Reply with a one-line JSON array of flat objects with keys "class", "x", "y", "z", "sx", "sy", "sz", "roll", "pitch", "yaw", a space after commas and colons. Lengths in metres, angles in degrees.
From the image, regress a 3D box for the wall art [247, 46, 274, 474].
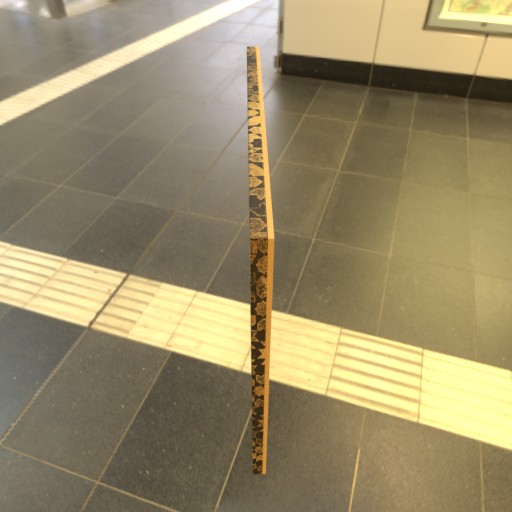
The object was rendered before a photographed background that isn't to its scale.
[{"class": "wall art", "x": 0.000, "y": 0.000, "z": 1.335, "sx": 0.038, "sy": 0.914, "sz": 0.914, "roll": -1, "pitch": 43, "yaw": -1}]
